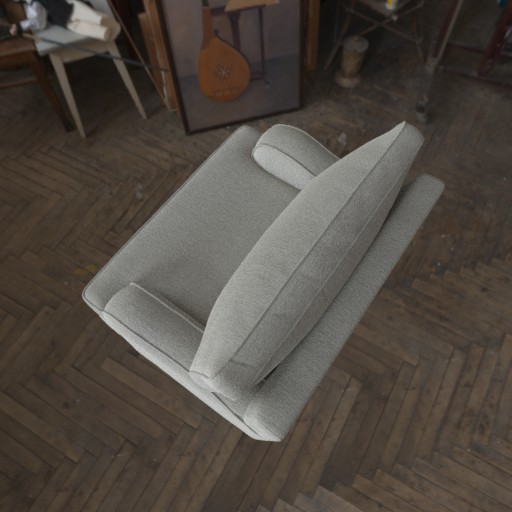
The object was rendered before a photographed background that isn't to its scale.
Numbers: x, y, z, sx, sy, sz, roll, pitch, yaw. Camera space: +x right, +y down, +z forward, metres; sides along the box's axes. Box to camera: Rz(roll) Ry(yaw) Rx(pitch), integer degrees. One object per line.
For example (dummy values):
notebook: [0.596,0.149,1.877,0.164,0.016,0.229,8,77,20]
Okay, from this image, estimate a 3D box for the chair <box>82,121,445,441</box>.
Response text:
chair: [0.000,0.000,1.962,1.041,1.016,1.220,33,68,15]
